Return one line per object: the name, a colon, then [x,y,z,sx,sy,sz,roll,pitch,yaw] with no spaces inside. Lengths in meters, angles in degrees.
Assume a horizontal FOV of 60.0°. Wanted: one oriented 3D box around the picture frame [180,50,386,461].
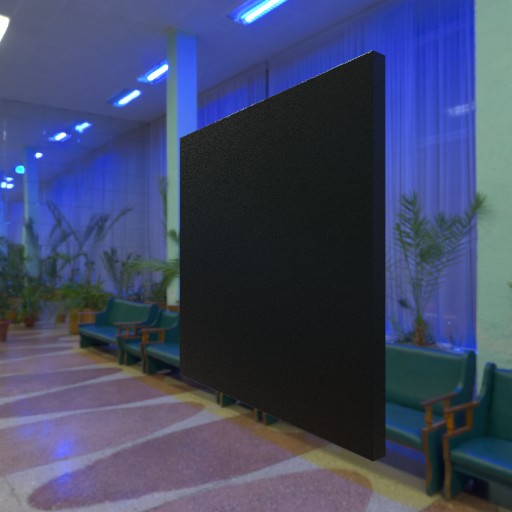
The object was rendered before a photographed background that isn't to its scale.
picture frame: [0.000,0.000,0.830,0.029,0.557,0.559,0,0,-37]
